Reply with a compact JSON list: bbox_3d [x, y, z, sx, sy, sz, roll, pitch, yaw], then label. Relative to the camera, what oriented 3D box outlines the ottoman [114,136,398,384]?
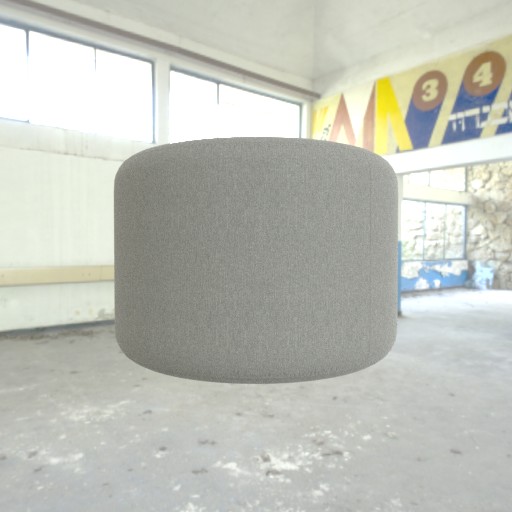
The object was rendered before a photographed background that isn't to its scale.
[{"bbox_3d":[0.000,0.000,0.997,0.608,0.433,0.608,0,1,0],"label":"ottoman"}]
